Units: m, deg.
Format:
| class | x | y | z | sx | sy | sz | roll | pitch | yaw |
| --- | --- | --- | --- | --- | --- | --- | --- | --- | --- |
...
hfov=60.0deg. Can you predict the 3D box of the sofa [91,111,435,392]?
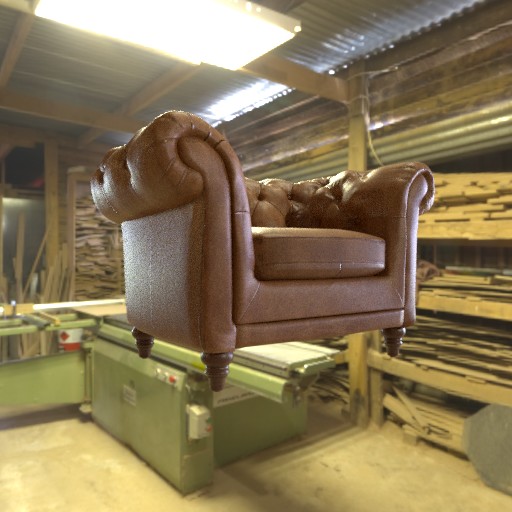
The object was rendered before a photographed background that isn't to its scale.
| class | x | y | z | sx | sy | sz | roll | pitch | yaw |
| --- | --- | --- | --- | --- | --- | --- | --- | --- | --- |
| sofa | 0.000 | 0.000 | 2.020 | 1.405 | 0.878 | 1.033 | 0 | 0 | -34 |
